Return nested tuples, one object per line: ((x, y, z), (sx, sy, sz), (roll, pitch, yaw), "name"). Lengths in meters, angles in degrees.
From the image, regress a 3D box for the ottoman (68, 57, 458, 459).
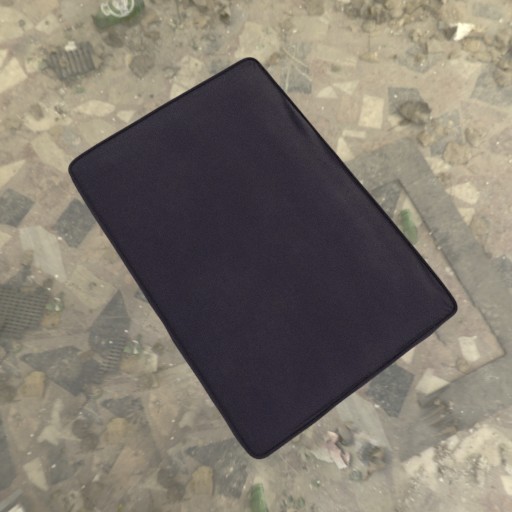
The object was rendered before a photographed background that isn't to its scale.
((0.000, 0.000, 1.322), (0.637, 0.503, 0.938), (-34, 77, -9), "ottoman")
